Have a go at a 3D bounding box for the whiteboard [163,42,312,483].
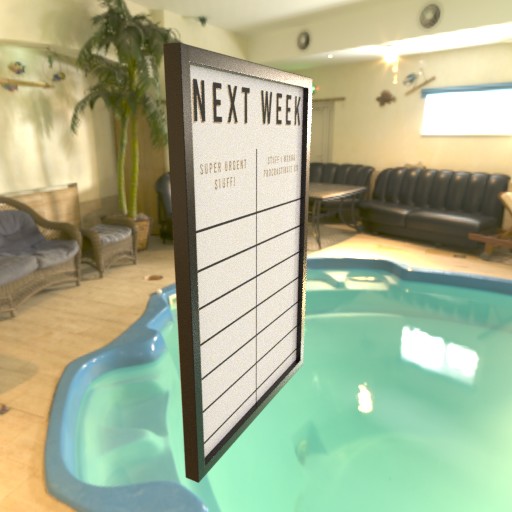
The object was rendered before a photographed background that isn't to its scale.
[{"bbox_3d":[0.000,0.000,0.764,0.026,0.611,0.406,8,18,27],"label":"whiteboard"}]
